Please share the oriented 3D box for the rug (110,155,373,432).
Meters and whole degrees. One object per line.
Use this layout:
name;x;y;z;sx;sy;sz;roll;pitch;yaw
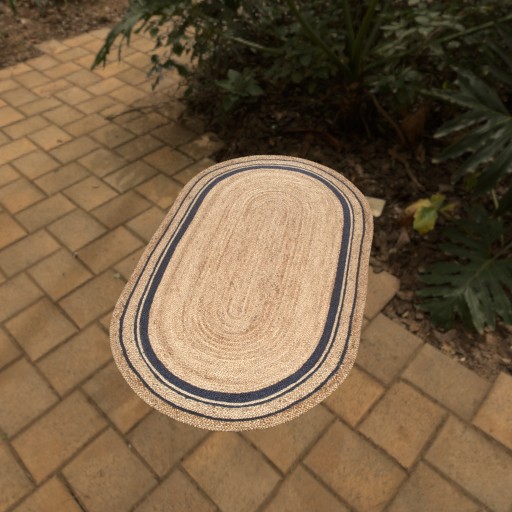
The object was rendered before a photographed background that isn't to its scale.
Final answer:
rug;0.000;0.000;3.030;1.520;0.006;2.432;11;48;10
